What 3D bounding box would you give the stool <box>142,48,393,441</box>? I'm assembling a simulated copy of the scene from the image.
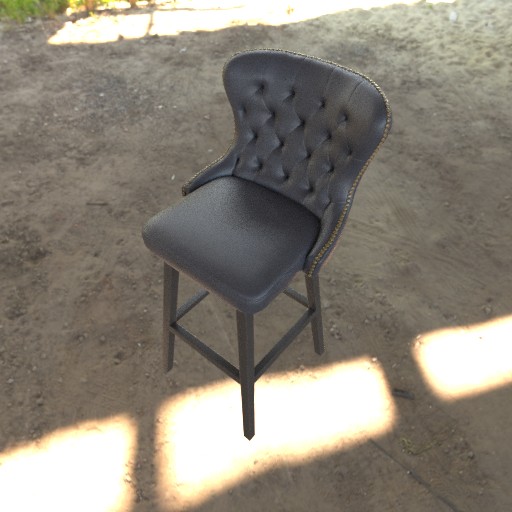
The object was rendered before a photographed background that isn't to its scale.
[{"bbox_3d":[0.000,0.000,1.399,0.528,1.050,0.601,30,53,27],"label":"stool"}]
